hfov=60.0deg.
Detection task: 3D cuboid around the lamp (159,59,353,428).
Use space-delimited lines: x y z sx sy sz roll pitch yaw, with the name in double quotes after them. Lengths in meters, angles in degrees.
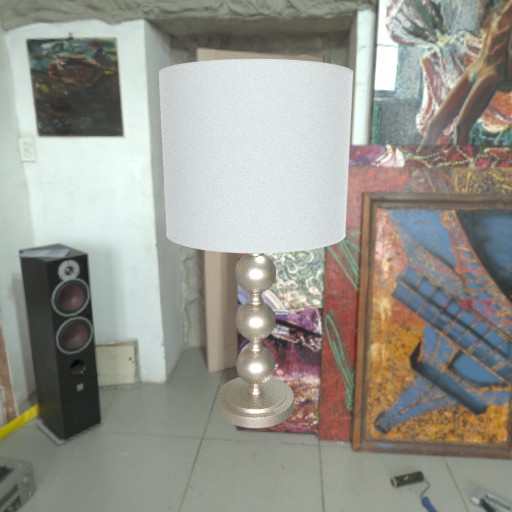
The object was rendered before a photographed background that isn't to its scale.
0.000 0.000 0.707 0.277 0.538 0.277 -7 16 -23 "lamp"
